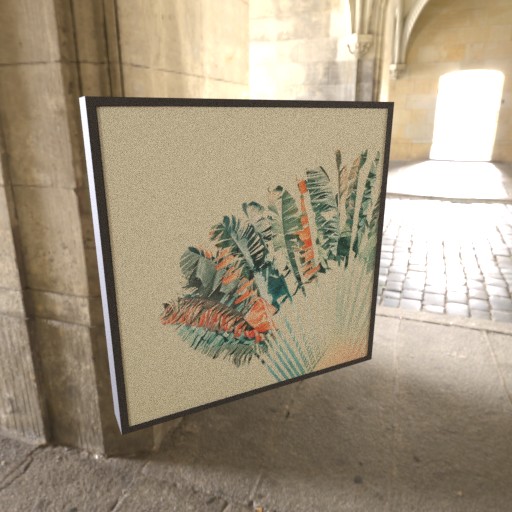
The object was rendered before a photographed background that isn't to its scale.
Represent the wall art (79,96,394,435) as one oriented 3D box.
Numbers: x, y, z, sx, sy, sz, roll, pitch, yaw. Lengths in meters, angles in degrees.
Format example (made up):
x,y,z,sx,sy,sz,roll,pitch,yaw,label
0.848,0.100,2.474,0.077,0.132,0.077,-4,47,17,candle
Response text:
x,y,z,sx,sy,sz,roll,pitch,yaw,label
0.000,0.000,0.453,0.302,0.300,0.036,-9,19,-26,wall art
